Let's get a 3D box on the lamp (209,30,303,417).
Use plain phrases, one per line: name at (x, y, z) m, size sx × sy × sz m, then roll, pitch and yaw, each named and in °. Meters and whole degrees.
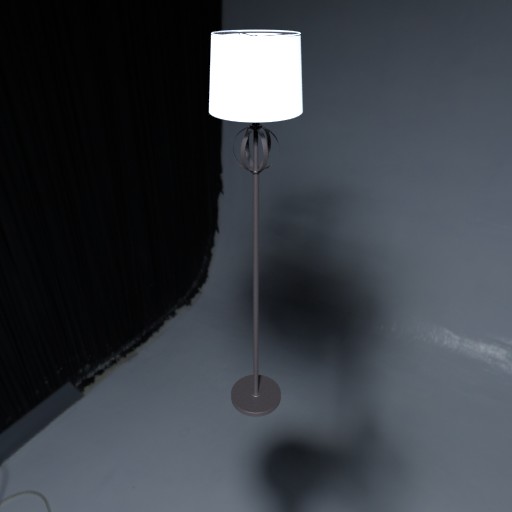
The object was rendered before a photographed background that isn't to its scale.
lamp at (0.000, 0.000, 1.623) m, size 0.286 × 1.462 × 0.286 m, roll 19°, pitch 35°, yaw 29°
